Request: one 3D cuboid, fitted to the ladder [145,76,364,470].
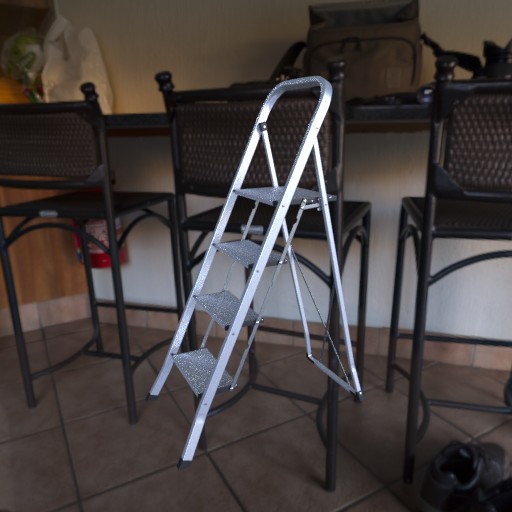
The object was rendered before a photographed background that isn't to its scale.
[{"bbox_3d":[0.000,0.000,1.704,0.830,1.290,0.465,-8,18,-26],"label":"ladder"}]
